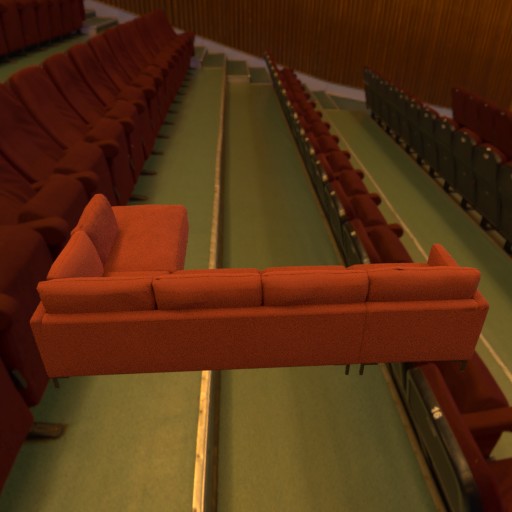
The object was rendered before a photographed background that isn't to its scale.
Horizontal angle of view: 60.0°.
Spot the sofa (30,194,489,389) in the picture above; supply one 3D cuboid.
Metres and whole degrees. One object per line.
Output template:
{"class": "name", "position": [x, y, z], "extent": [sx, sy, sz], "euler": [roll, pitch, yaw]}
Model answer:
{"class": "sofa", "position": [0.000, 0.000, 3.444], "extent": [2.736, 0.757, 1.879], "euler": [-2, 32, -3]}
